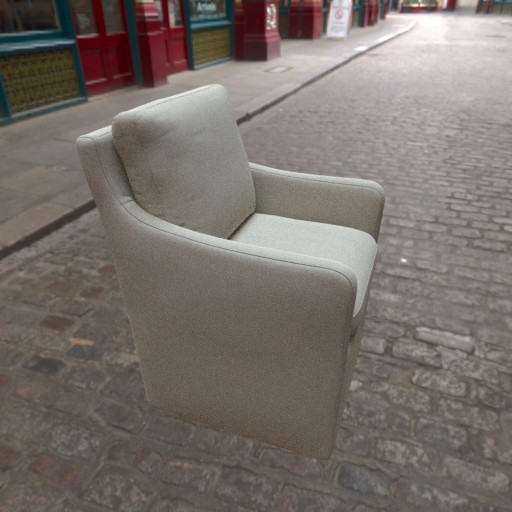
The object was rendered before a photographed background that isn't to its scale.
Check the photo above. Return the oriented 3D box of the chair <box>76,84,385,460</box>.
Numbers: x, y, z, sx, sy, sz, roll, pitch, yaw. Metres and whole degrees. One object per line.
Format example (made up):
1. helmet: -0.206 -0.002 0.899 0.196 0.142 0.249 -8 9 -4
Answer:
1. chair: 0.000 0.000 1.355 0.694 0.914 0.626 10 31 18
